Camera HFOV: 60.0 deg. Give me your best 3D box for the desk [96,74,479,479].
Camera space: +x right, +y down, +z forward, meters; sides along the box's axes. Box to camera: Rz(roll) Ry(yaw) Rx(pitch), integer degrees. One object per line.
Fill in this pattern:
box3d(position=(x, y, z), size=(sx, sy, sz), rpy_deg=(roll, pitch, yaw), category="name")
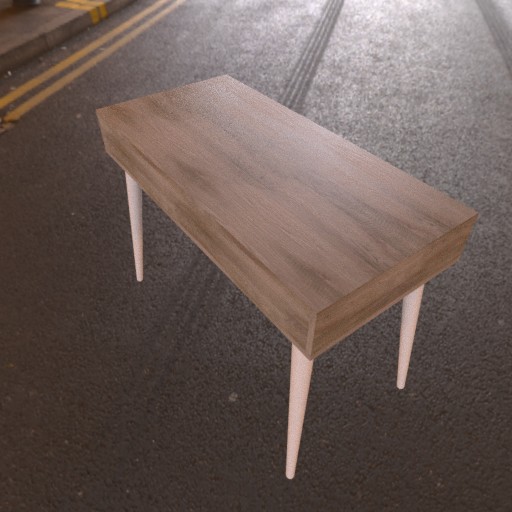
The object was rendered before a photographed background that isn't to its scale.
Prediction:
box3d(position=(0.000, 0.000, 1.385), size=(0.491, 0.723, 0.979), rpy_deg=(-27, 49, -26), category="desk")
